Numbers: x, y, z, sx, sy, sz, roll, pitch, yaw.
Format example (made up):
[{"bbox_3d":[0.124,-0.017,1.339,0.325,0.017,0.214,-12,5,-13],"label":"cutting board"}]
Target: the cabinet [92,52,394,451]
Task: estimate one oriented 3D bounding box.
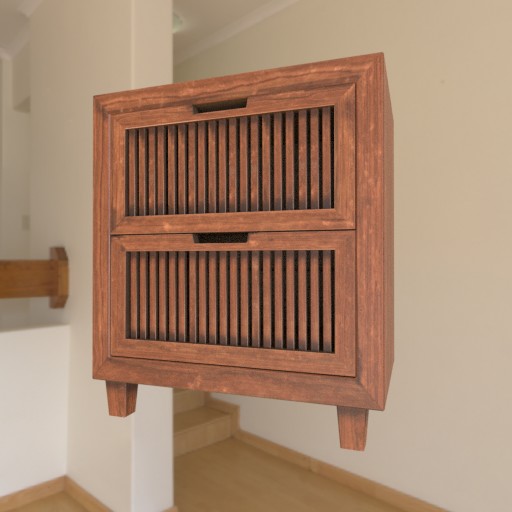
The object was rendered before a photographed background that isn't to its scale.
[{"bbox_3d":[0.000,0.000,1.047,0.607,0.695,0.410,0,0,20],"label":"cabinet"}]
